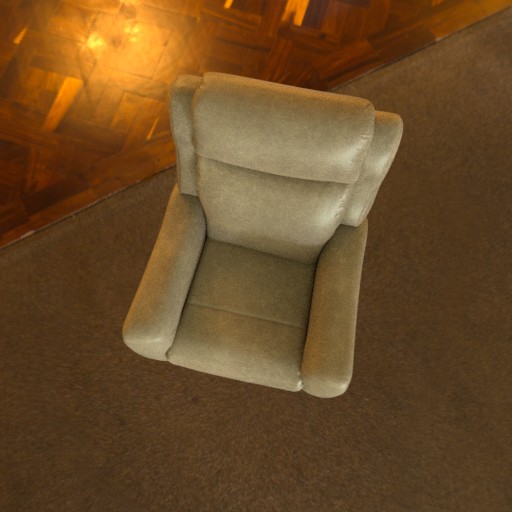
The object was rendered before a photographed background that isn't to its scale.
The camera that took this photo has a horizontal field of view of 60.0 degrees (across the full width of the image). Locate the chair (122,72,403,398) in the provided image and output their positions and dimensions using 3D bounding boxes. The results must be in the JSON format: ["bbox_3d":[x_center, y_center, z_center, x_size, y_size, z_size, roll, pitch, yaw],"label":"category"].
[{"bbox_3d":[0.000,0.000,1.939,0.967,1.116,1.068,12,76,3],"label":"chair"}]
